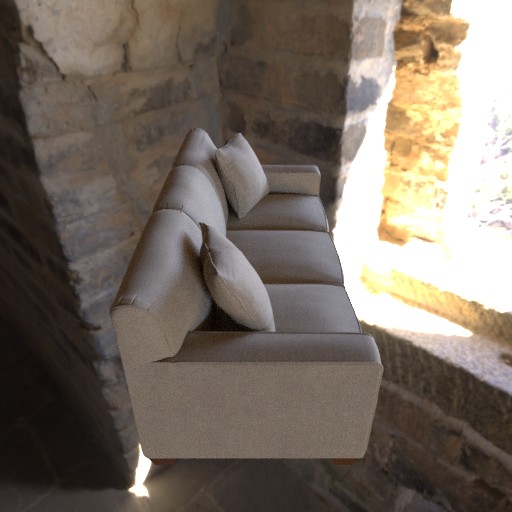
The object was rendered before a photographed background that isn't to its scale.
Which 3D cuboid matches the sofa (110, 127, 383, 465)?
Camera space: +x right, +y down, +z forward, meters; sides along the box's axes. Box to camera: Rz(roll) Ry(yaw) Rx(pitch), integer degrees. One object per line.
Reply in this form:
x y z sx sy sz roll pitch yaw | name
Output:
0.000 0.000 2.527 0.997 0.958 2.024 0 32 0 | sofa
